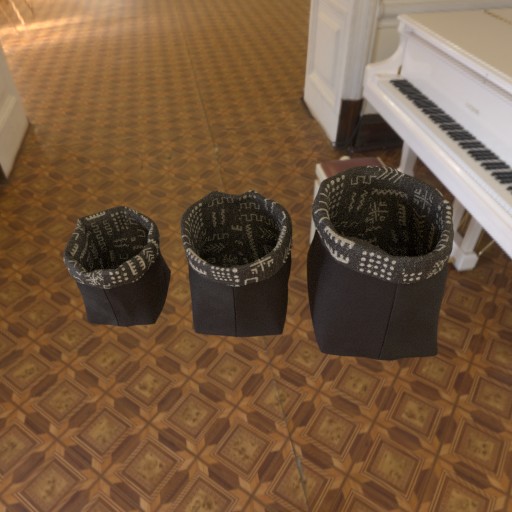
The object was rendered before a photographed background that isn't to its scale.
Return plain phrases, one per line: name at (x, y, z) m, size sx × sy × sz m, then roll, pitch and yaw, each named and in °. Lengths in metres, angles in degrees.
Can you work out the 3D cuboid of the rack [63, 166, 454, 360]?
rack at (0.000, 0.000, 1.080) m, size 0.905 × 0.323 × 0.379 m, roll 1°, pitch 42°, yaw 1°
